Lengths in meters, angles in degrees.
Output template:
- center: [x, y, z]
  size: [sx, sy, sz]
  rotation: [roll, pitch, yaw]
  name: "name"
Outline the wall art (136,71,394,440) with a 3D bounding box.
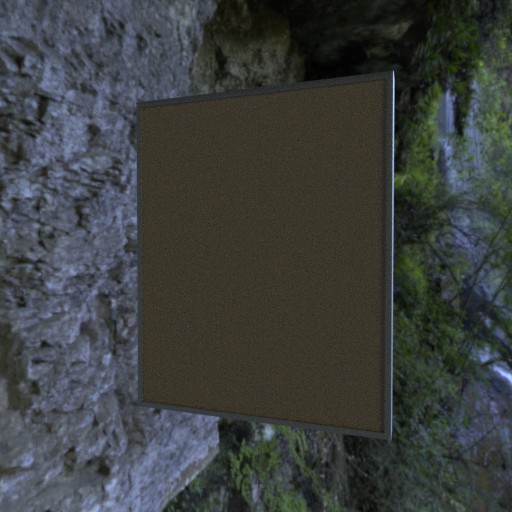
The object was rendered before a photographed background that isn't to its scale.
- center: [0.000, 0.000, 0.754]
  size: [0.445, 0.553, 0.039]
  rotation: [0, 1, 19]
  name: "wall art"
